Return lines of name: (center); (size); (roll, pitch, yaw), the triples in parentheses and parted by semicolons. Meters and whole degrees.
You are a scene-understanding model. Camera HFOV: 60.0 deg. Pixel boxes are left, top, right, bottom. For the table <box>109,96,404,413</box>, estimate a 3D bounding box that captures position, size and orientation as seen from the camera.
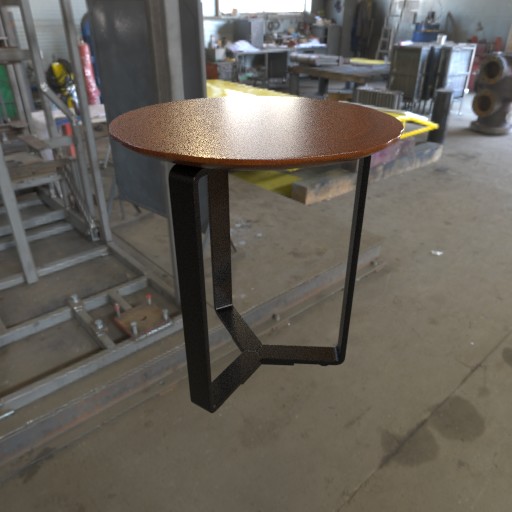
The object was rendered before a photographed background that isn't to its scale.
table: (0.000, 0.000, 0.747); (0.410, 0.450, 0.380); (2, 29, 3)
